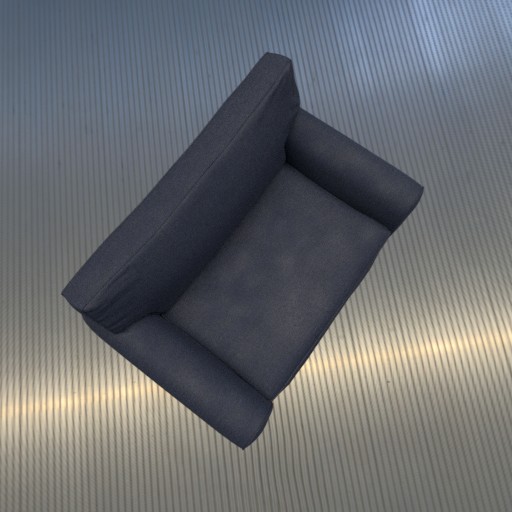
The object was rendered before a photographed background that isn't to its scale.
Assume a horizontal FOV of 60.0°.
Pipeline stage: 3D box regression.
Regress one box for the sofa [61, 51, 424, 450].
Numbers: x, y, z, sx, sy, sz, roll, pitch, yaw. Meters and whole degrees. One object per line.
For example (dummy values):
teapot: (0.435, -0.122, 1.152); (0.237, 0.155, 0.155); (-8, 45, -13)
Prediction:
sofa: (0.000, 0.000, 2.069); (0.938, 1.004, 1.405); (35, 78, 9)
